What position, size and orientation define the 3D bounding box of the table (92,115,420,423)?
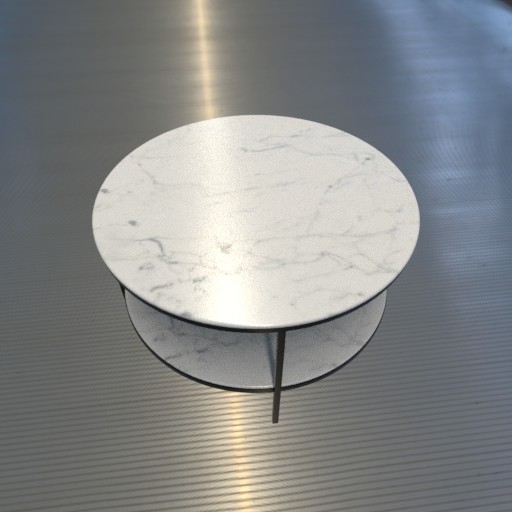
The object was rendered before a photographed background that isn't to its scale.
[{"bbox_3d":[0.000,0.000,1.277,0.800,0.450,0.800,0,46,0],"label":"table"}]
